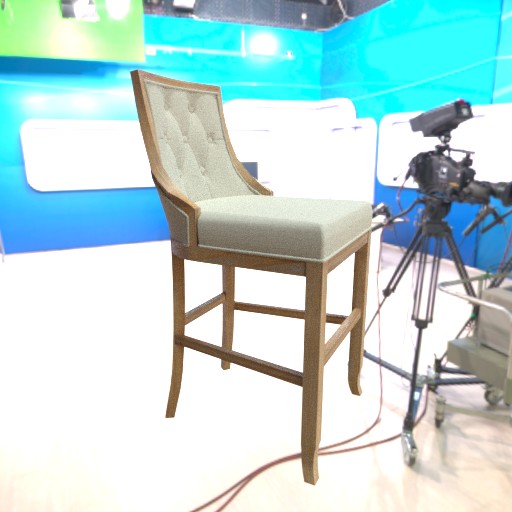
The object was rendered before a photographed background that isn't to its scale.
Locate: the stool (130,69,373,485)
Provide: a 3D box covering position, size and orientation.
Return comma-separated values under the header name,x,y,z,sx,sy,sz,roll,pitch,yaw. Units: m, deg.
name,x,y,z,sx,sy,sz,roll,pitch,yaw
stool,0.000,0.000,1.429,0.626,1.101,0.524,7,16,26
